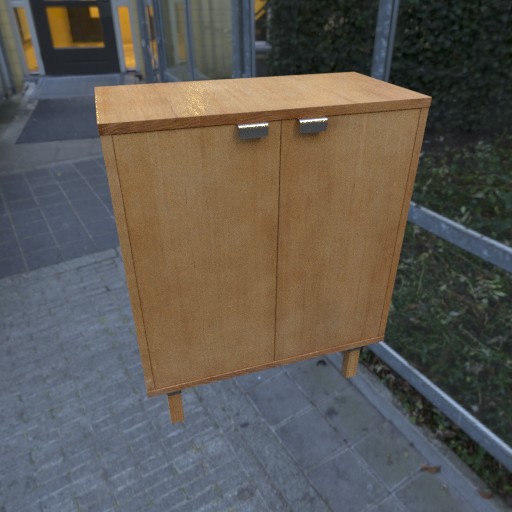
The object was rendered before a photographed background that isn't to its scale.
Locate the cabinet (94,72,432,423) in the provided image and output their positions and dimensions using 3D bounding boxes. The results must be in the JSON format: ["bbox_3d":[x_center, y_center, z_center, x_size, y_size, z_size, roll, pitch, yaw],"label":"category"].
[{"bbox_3d":[0.000,0.000,1.417,0.800,1.001,0.419,-10,33,-15],"label":"cabinet"}]
